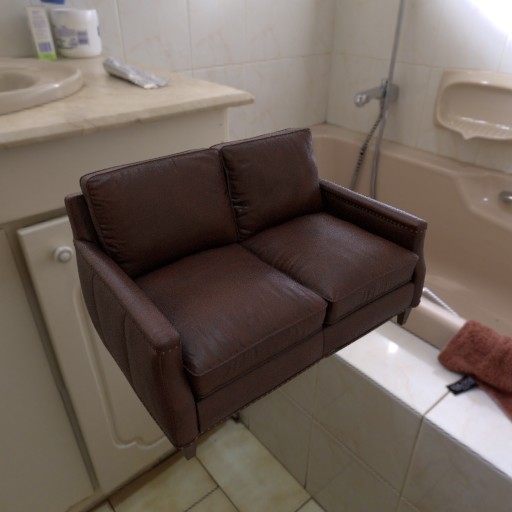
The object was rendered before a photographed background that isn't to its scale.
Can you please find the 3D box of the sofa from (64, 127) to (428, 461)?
[{"bbox_3d":[0.000,0.000,2.320,1.628,1.003,1.083,-22,37,-31],"label":"sofa"}]
